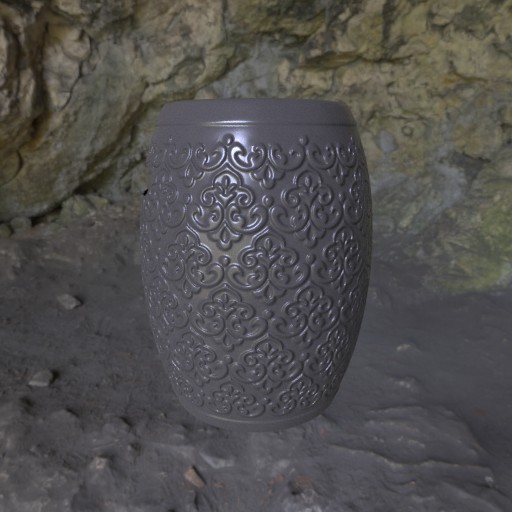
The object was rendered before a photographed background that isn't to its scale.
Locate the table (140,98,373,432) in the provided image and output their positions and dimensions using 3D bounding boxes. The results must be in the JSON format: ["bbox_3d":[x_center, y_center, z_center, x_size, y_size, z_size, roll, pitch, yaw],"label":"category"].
[{"bbox_3d":[0.000,0.000,0.612,0.309,0.397,0.309,0,15,0],"label":"table"}]
